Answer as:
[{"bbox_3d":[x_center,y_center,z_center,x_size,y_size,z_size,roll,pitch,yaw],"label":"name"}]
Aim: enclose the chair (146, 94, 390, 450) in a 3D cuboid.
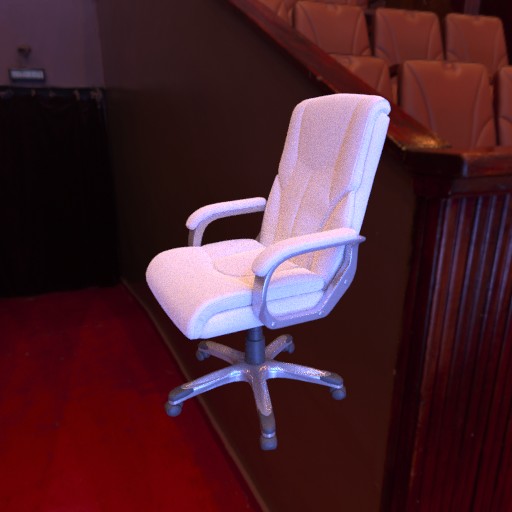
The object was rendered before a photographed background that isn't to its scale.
[{"bbox_3d":[0.000,0.000,1.611,0.738,1.120,0.687,-9,20,-25],"label":"chair"}]
